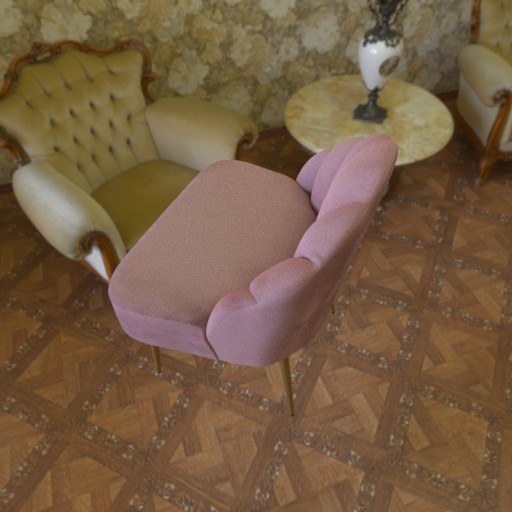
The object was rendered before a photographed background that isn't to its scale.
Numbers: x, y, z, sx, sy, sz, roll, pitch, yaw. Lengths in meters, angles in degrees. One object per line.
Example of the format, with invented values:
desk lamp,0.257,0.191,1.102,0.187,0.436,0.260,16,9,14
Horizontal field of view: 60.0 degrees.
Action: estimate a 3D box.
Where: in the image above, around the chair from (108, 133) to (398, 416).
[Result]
chair,0.000,0.000,1.242,0.599,0.819,0.657,18,49,16
